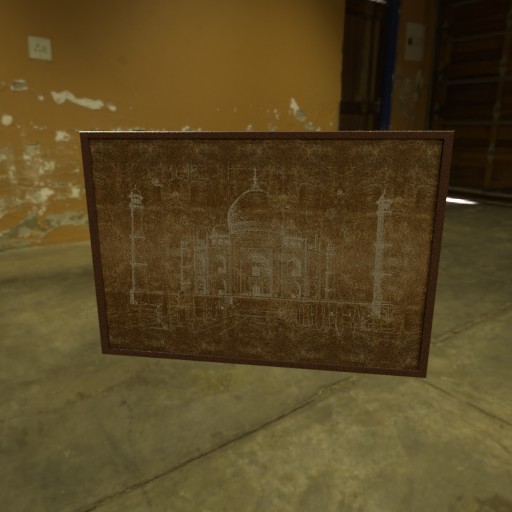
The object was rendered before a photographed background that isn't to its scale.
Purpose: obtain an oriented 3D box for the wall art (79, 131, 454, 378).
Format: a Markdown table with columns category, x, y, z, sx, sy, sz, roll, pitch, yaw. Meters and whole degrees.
| category | x | y | z | sx | sy | sz | roll | pitch | yaw |
| --- | --- | --- | --- | --- | --- | --- | --- | --- | --- |
| wall art | 0.000 | 0.000 | 0.839 | 0.660 | 0.455 | 0.014 | 2 | 16 | 8 |
